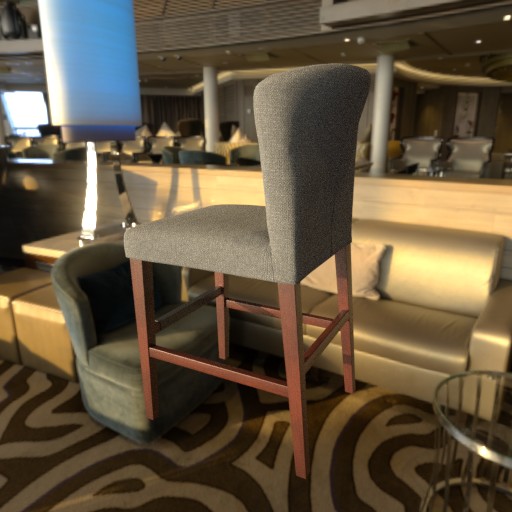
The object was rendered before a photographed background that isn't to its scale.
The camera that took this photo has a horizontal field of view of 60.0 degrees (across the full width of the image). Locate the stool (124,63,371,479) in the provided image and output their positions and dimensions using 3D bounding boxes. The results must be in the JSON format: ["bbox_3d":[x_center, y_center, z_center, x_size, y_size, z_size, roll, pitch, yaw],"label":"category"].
[{"bbox_3d":[0.000,0.000,1.262,0.568,0.968,0.479,8,18,27],"label":"stool"}]
